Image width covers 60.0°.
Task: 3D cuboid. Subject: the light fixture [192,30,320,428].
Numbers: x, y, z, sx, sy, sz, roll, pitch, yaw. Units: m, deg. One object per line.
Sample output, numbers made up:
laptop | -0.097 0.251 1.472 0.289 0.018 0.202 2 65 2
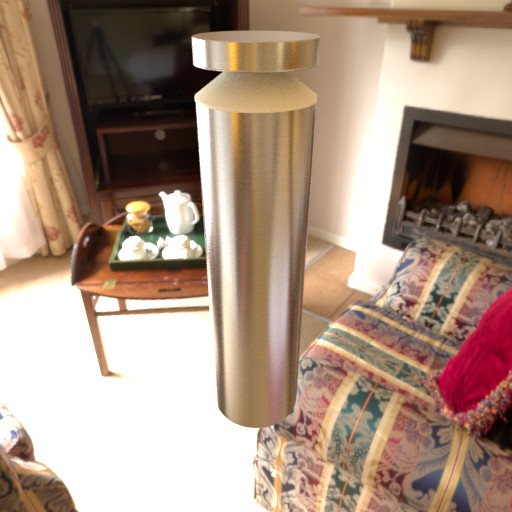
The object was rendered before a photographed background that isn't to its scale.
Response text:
light fixture | 0.000 0.000 0.448 0.102 0.400 0.102 -1 31 -2
